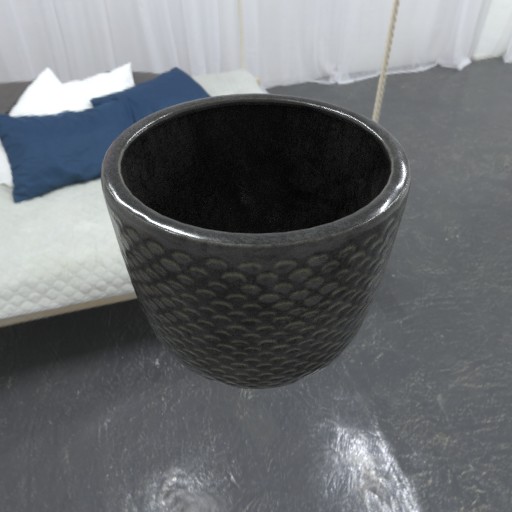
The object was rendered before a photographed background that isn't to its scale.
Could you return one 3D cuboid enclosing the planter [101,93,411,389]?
[{"bbox_3d":[0.000,0.000,0.245,0.140,0.129,0.140,0,41,0],"label":"planter"}]
